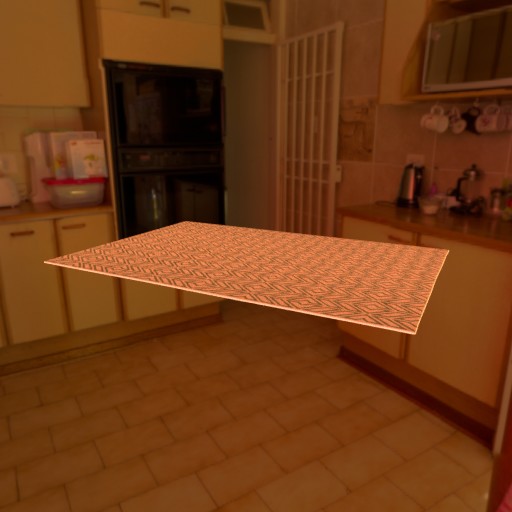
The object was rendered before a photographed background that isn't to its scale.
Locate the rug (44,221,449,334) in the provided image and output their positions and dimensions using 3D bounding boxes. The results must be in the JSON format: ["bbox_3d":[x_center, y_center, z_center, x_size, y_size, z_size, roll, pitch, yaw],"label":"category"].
[{"bbox_3d":[0.000,0.000,2.394,1.828,0.007,1.220,8,17,27],"label":"rug"}]
